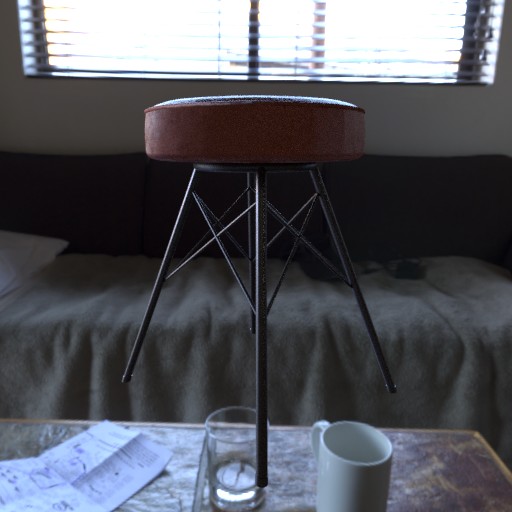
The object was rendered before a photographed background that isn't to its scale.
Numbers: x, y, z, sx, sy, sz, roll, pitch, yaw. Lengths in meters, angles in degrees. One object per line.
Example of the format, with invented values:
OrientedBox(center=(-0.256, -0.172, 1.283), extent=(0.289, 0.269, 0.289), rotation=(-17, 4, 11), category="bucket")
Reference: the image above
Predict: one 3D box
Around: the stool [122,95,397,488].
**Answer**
OrientedBox(center=(0.000, 0.000, 0.911), extent=(0.421, 0.593, 0.457), rotation=(-13, 18, -42), category="stool")
